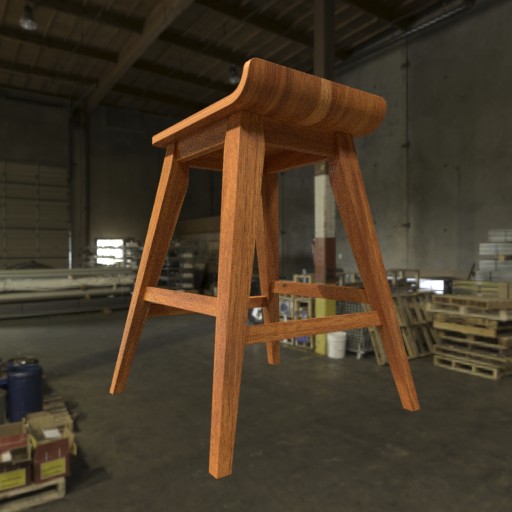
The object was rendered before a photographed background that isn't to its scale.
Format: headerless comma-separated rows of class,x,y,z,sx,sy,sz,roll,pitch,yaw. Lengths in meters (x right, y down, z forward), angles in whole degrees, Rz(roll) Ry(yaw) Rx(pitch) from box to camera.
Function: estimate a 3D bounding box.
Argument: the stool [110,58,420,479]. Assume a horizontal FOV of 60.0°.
stool,0.000,0.000,0.997,0.500,0.650,0.500,0,1,-36
